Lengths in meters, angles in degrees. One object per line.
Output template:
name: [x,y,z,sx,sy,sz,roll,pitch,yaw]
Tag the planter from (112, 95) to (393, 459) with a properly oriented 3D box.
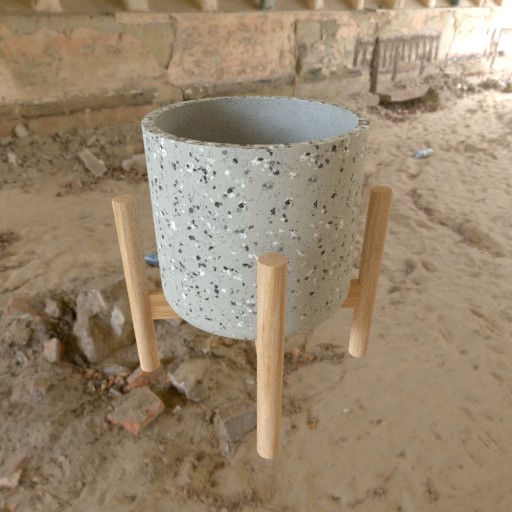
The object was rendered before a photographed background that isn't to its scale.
planter: [0.000,0.000,0.520,0.284,0.320,0.284,9,31,15]
